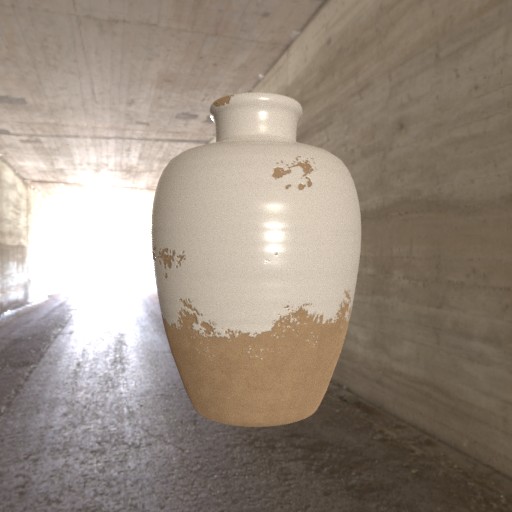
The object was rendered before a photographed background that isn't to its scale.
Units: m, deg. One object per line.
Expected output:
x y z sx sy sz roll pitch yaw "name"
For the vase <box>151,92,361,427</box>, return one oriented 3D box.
0.000 0.000 0.342 0.158 0.228 0.158 0 1 0 "vase"
